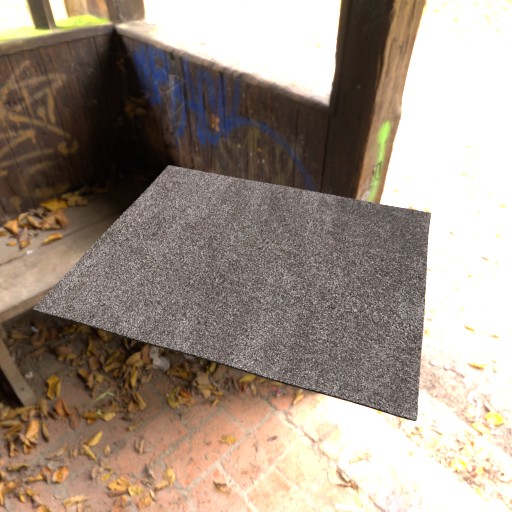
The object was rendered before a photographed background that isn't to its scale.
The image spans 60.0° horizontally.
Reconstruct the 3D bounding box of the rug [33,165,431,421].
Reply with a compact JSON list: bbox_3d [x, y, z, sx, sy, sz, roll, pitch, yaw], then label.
[{"bbox_3d":[0.000,0.000,4.066,3.000,0.025,2.401,13,43,14],"label":"rug"}]
